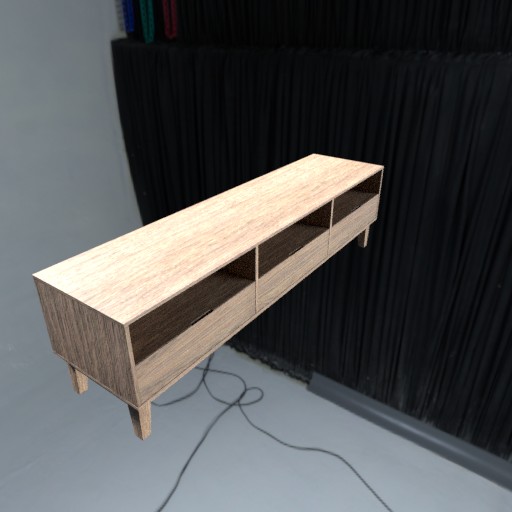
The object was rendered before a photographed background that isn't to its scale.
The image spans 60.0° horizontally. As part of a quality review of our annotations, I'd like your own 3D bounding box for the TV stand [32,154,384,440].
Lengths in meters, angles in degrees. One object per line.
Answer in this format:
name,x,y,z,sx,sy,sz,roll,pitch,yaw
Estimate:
TV stand,0.000,0.000,1.686,0.366,0.409,1.482,19,33,31
